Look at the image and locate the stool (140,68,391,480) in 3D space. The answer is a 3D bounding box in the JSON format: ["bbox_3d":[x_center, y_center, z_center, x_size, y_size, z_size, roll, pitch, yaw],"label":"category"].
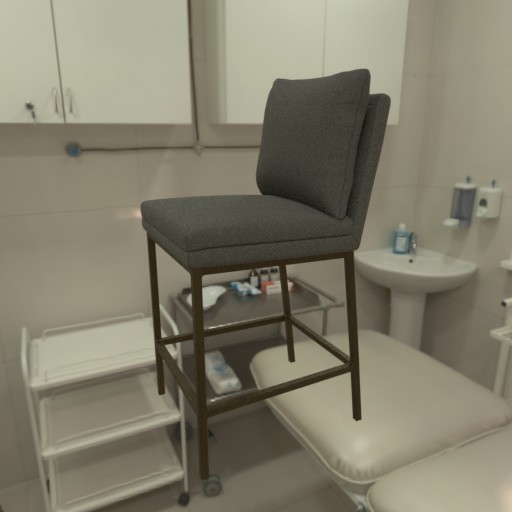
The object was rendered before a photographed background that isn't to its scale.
[{"bbox_3d":[0.000,0.000,1.311,0.569,1.030,0.463,-8,18,-25],"label":"stool"}]
